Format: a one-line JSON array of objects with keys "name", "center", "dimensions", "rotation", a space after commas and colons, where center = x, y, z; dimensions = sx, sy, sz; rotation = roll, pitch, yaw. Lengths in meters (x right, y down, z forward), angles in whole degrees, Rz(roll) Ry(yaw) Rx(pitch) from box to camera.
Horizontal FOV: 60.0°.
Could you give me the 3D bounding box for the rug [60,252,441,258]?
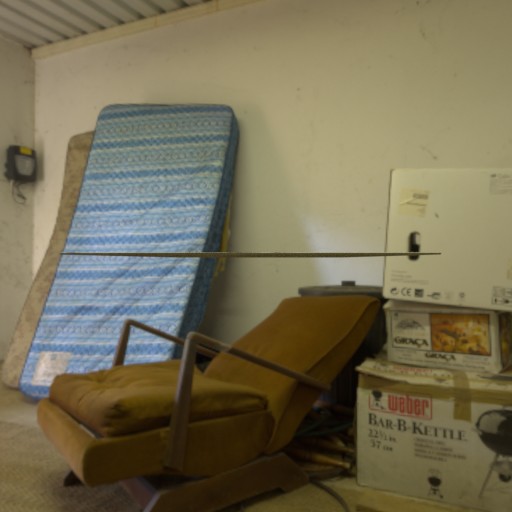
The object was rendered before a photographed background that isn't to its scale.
[{"name": "rug", "center": [0.000, 0.000, 2.885], "dimensions": [1.522, 0.008, 2.284], "rotation": [0, 0, 1]}]
